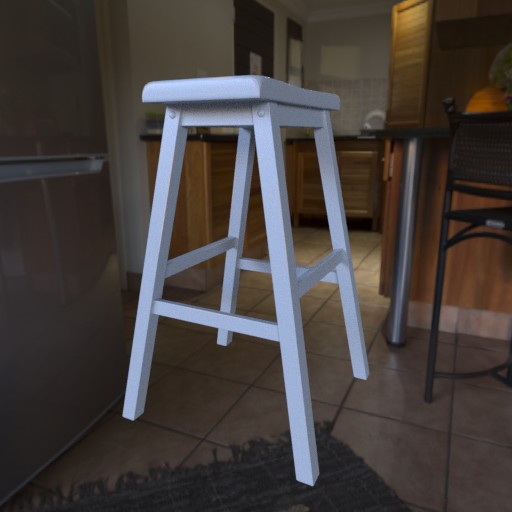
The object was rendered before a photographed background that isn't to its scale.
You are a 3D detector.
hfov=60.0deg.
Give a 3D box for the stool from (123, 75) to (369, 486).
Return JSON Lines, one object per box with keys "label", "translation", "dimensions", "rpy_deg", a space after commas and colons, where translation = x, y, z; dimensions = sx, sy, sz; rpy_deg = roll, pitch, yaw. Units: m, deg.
{"label": "stool", "translation": [0.000, 0.000, 1.043], "dimensions": [0.476, 0.737, 0.457], "rpy_deg": [8, 17, 26]}
